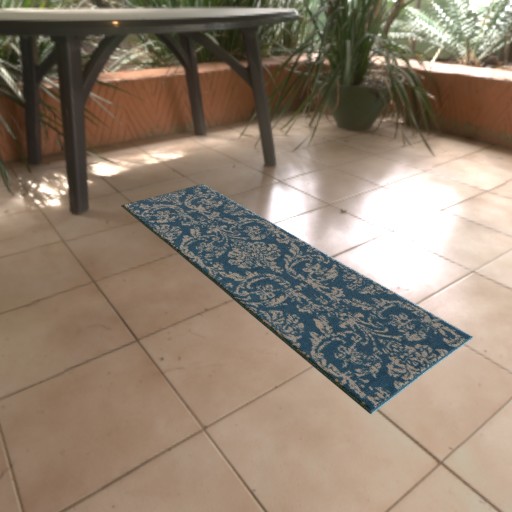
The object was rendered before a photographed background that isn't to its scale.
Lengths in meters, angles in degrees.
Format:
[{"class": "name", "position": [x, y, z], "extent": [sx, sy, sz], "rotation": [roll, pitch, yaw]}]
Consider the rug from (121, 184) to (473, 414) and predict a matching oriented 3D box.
[{"class": "rug", "position": [0.000, 0.000, 2.467], "extent": [0.662, 0.011, 2.196], "rotation": [-21, 37, -31]}]
